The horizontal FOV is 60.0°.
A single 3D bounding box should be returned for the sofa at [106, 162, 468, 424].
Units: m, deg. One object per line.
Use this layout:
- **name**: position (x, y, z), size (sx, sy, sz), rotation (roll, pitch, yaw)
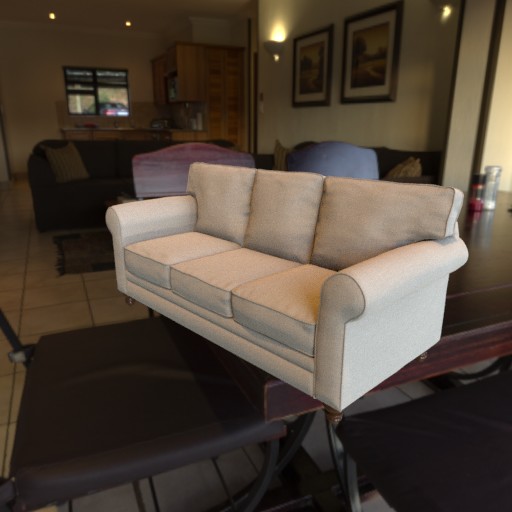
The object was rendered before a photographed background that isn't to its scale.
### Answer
- **sofa**: position (0.000, 0.000, 2.616), size (0.916, 0.961, 2.084), rotation (-15, 22, -41)
